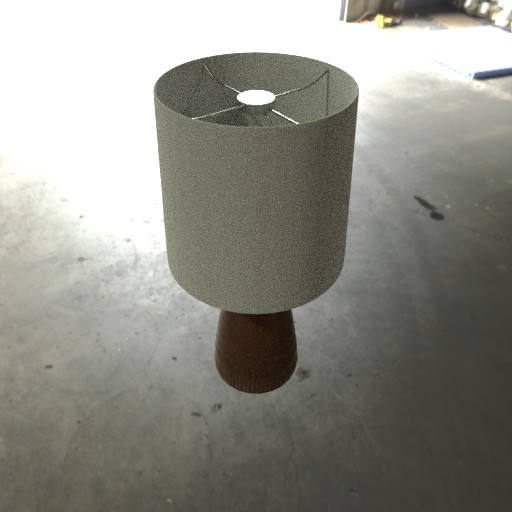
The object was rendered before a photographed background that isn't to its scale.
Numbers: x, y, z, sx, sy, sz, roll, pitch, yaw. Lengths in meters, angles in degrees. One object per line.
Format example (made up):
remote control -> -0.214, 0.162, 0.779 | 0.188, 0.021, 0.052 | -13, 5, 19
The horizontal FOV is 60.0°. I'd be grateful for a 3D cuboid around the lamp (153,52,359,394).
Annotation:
lamp -> 0.000, 0.000, 0.478 | 0.186, 0.369, 0.186 | 0, 41, 0
